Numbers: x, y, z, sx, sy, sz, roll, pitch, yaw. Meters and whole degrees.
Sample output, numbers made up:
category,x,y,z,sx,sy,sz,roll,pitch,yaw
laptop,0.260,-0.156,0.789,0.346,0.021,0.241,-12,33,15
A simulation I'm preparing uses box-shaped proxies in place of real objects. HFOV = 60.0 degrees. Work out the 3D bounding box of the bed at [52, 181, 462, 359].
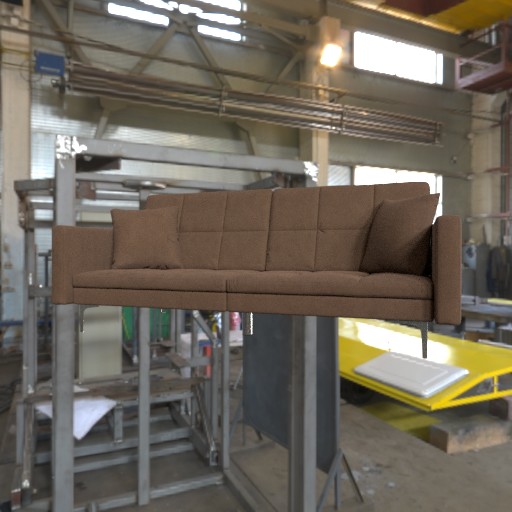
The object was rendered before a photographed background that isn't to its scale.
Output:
category,x,y,z,sx,sy,sz,roll,pitch,yaw
bed,0.000,0.000,2.339,1.905,0.787,0.889,0,1,20
